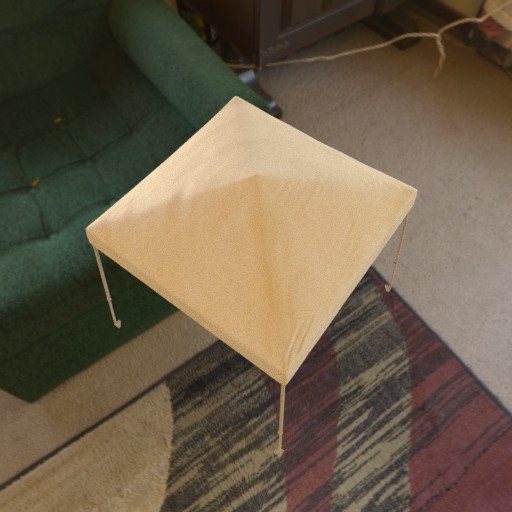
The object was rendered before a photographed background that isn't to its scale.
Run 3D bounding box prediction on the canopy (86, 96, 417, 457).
[{"bbox_3d":[0.000,0.000,6.511,3.599,3.600,3.600,33,65,18],"label":"canopy"}]
